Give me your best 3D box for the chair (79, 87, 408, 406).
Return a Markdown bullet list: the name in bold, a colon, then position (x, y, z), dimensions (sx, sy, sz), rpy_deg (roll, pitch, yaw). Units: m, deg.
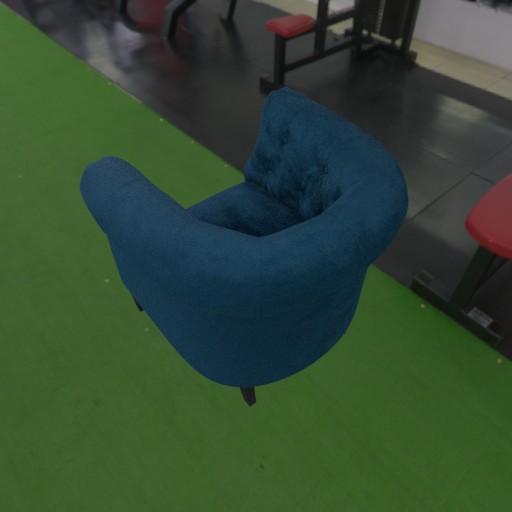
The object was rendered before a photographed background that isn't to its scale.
- **chair**: position (0.000, 0.000, 1.601), dimensions (0.904, 0.826, 0.851), rpy_deg (-31, 54, -26)
